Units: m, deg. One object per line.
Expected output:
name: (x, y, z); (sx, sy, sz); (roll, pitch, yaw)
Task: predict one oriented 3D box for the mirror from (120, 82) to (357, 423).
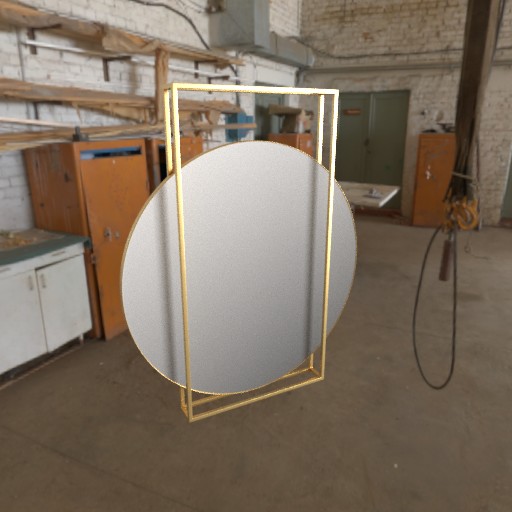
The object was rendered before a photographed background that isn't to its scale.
mirror: (0.000, 0.000, 0.847); (0.508, 0.603, 0.051); (-9, 19, -27)
